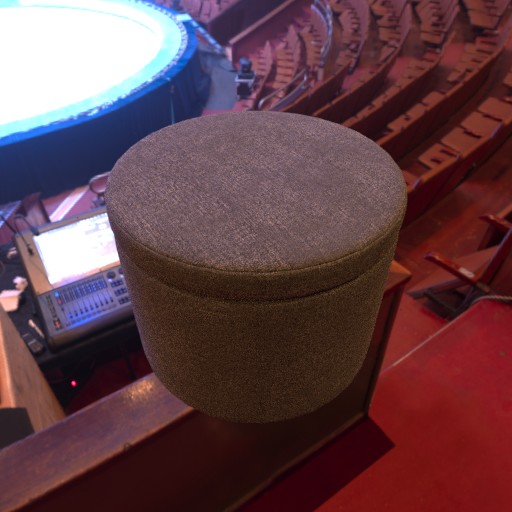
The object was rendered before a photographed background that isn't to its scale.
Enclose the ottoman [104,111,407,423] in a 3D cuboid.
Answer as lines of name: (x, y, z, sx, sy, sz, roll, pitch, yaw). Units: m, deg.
ottoman: (0.000, 0.000, 0.871, 0.500, 0.419, 0.500, 0, 41, 0)
